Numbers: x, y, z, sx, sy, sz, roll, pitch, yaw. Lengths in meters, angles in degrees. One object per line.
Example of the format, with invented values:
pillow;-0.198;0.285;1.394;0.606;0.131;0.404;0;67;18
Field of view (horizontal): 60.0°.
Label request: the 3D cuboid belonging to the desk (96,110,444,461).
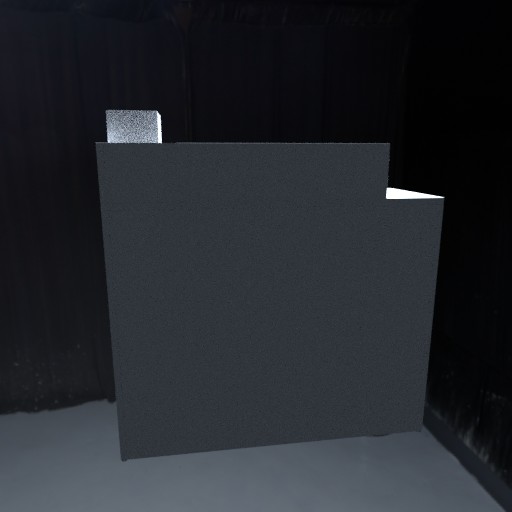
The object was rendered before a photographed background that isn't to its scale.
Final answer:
desk;0.000;0.000;1.703;0.940;0.986;0.940;-2;13;-8
